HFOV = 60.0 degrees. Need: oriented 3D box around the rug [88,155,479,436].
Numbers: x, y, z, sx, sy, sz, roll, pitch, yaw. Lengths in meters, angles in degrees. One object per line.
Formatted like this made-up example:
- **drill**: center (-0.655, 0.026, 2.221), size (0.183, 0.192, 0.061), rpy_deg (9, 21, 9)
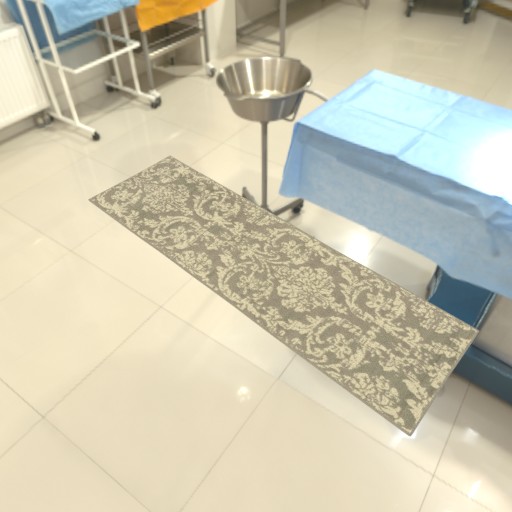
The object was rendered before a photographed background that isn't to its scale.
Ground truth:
- **rug**: center (0.000, 0.000, 2.398), size (2.196, 0.011, 0.662), rpy_deg (33, 54, 28)
